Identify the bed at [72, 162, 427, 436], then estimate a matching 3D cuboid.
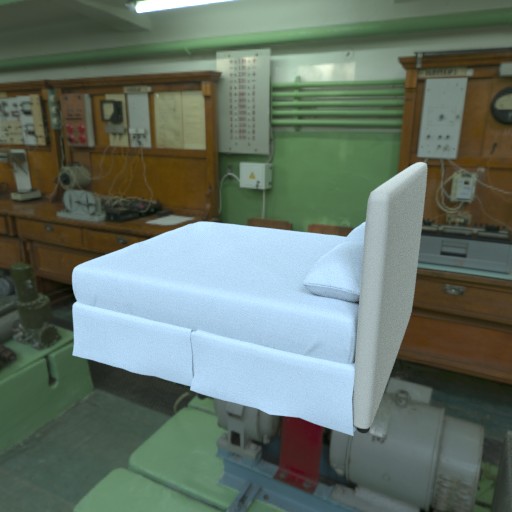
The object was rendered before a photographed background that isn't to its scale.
[{"bbox_3d":[0.000,0.000,3.288,2.142,1.330,1.748,8,19,25],"label":"bed"}]
